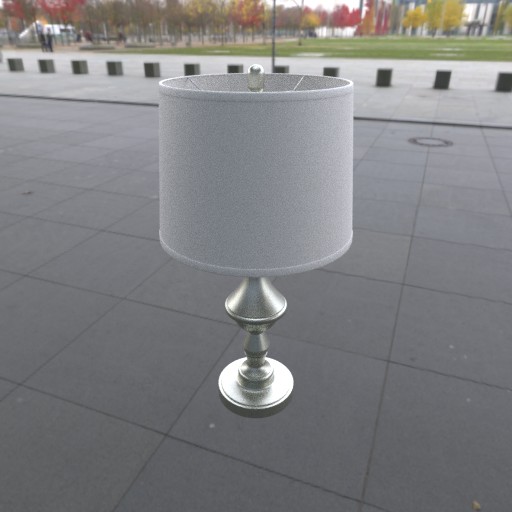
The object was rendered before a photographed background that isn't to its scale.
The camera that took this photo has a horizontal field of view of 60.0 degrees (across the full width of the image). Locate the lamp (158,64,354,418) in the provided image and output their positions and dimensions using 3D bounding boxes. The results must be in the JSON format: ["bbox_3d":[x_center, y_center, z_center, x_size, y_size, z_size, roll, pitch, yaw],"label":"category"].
[{"bbox_3d":[0.000,0.000,0.922,0.383,0.733,0.383,0,27,0],"label":"lamp"}]
